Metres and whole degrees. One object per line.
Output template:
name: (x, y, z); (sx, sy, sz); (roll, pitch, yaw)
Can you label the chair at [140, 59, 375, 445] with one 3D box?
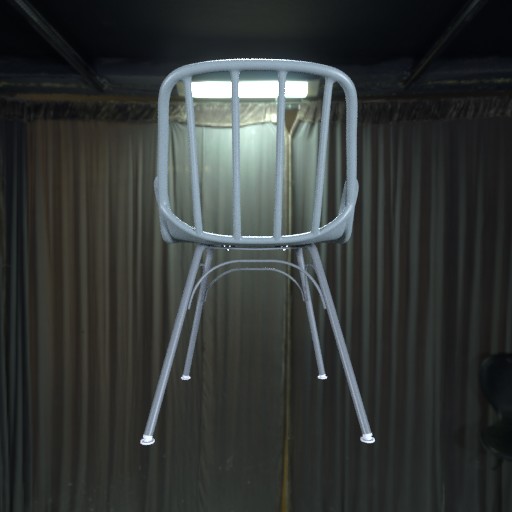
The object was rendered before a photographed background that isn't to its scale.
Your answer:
chair: (0.000, 0.000, 1.210); (0.549, 0.816, 0.597); (0, -1, -1)
